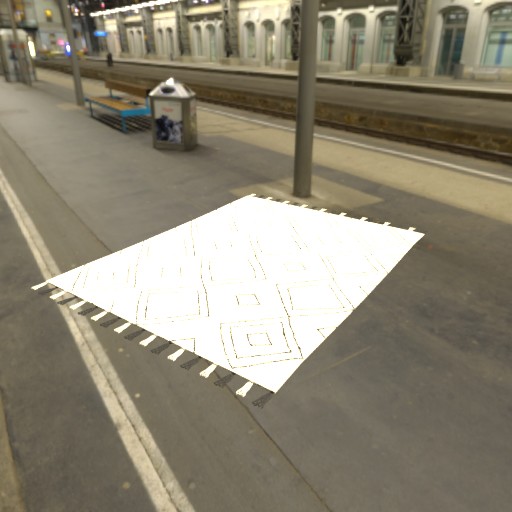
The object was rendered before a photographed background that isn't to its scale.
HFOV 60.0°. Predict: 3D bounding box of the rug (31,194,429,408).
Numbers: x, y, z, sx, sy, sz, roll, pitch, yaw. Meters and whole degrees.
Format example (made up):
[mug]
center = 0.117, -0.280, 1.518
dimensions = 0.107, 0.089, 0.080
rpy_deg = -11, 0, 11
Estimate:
[rug]
center = 0.000, 0.000, 4.258
dimensions = 2.342, 0.026, 3.221
rpy_deg = 17, 30, 31
